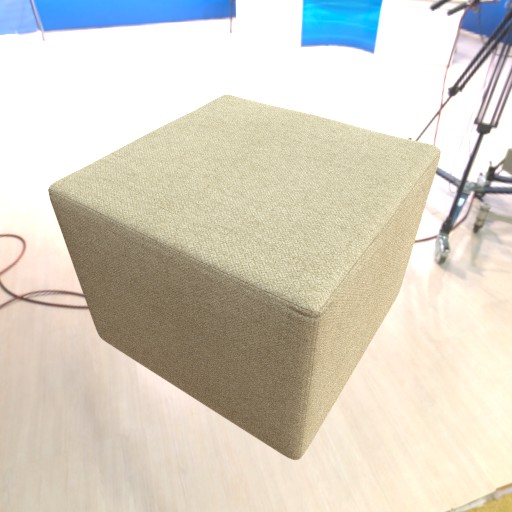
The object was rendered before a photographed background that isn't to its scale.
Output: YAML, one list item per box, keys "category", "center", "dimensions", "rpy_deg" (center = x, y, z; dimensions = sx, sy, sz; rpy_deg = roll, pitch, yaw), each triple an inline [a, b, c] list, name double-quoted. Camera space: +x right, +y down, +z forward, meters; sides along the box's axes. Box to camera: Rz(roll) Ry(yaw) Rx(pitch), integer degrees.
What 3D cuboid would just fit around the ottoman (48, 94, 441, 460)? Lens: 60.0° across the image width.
- category: "ottoman"
  center: [0.000, 0.000, 0.887]
  dimensions: [0.508, 0.432, 0.508]
  rpy_deg: [23, 45, 25]
